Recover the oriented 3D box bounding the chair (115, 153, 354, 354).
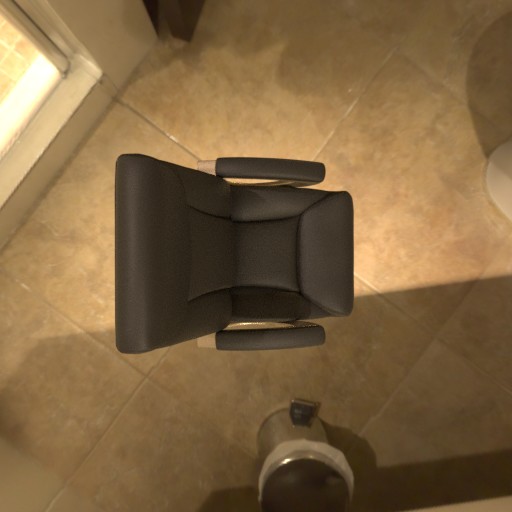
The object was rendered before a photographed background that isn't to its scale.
[{"bbox_3d":[0.000,0.000,1.616,0.748,1.188,0.694,0,90,0],"label":"chair"}]
